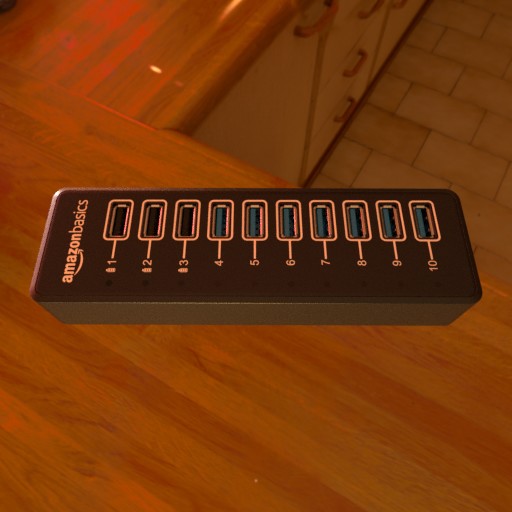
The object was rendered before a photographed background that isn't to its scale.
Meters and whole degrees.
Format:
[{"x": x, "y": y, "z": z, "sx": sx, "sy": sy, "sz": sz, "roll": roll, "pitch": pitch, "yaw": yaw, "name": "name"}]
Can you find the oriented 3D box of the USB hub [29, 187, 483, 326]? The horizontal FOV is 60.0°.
[{"x": 0.000, "y": 0.000, "z": 0.159, "sx": 0.145, "sy": 0.023, "sz": 0.044, "roll": 0, "pitch": 63, "yaw": 0, "name": "USB hub"}]
